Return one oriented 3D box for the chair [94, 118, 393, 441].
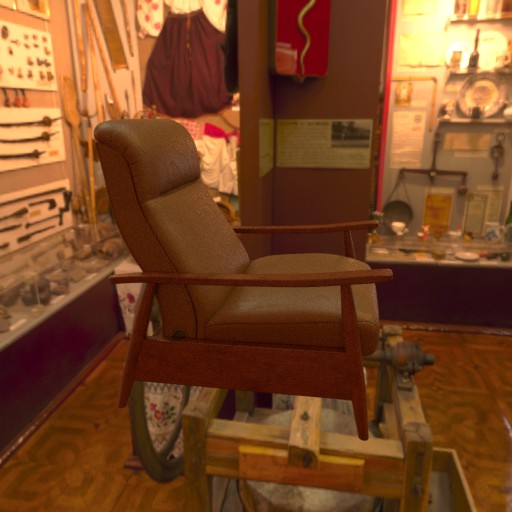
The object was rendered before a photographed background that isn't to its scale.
[{"bbox_3d":[0.000,0.000,1.833,1.014,1.082,0.762,3,18,11],"label":"chair"}]
